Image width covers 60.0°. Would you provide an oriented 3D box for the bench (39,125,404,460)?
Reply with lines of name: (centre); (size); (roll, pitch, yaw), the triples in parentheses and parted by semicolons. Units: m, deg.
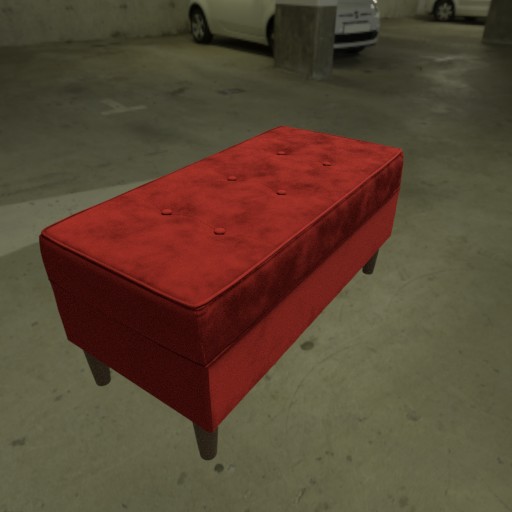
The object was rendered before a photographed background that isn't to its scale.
bench: (0.000, 0.000, 1.308); (0.492, 0.471, 1.016); (21, 38, 29)
